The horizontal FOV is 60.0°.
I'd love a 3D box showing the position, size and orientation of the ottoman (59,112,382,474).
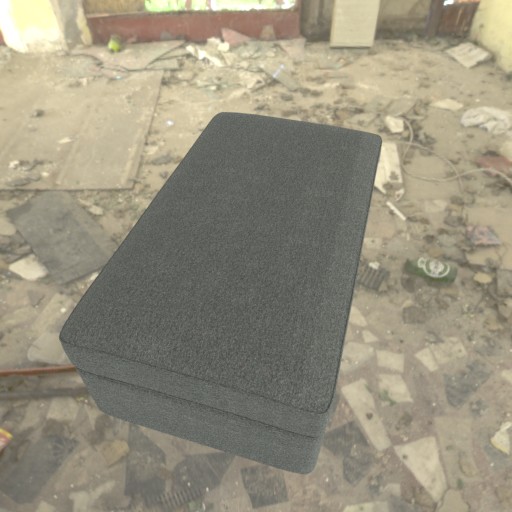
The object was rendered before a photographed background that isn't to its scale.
[{"bbox_3d":[0.000,0.000,1.519,0.681,0.494,1.173,12,47,11],"label":"ottoman"}]
